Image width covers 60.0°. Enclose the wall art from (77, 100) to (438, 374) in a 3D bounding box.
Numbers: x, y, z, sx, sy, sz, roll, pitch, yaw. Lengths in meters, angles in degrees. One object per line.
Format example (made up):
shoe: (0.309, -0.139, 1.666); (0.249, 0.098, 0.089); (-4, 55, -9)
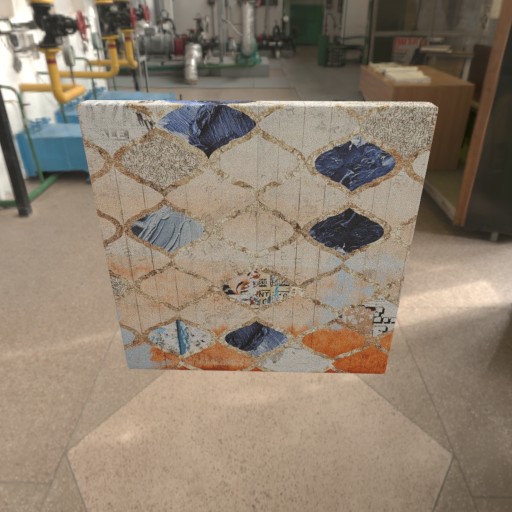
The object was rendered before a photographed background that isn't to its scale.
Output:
wall art: (0.000, 0.000, 0.762); (0.507, 0.508, 0.038); (1, 30, 1)
